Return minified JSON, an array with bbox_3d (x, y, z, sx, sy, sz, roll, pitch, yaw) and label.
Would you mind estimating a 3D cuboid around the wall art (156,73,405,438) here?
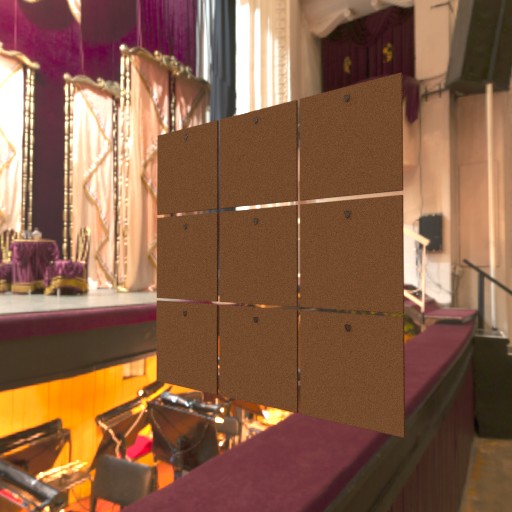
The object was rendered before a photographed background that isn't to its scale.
[{"bbox_3d":[0.000,0.000,2.315,1.533,1.532,0.019,-1,-2,36],"label":"wall art"}]
